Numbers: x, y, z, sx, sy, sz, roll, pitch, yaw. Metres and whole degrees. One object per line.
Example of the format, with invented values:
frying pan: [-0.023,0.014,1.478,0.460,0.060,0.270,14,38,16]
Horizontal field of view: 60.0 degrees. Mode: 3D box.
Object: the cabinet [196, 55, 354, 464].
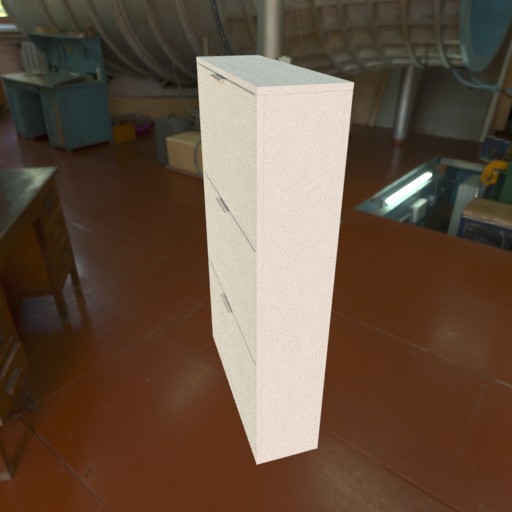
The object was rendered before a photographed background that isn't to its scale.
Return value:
cabinet: [0.000,0.000,1.623,0.250,1.280,0.750,-8,30,-15]
